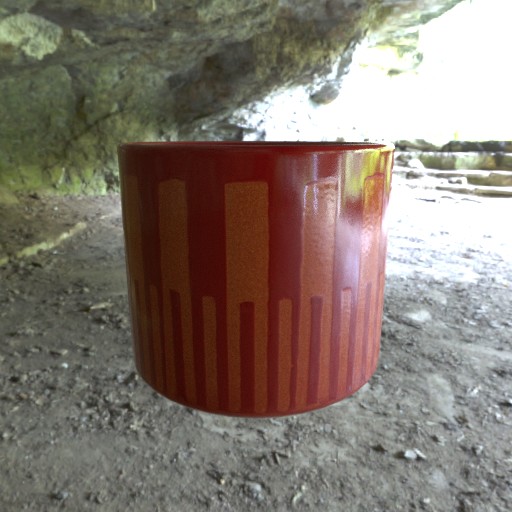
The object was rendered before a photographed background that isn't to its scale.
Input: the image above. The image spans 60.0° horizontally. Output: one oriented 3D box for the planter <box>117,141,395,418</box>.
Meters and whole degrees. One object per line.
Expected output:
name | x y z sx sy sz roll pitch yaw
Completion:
planter | 0.000 0.000 0.407 0.230 0.202 0.230 0 15 0
